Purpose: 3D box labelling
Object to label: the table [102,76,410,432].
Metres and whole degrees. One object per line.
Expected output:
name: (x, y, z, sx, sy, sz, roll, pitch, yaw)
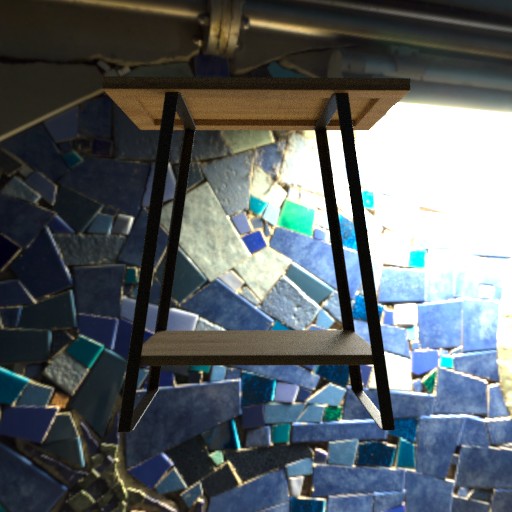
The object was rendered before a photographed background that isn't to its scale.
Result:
table: (0.000, 0.000, 1.017, 0.599, 0.701, 0.300, 0, 1, -1)
